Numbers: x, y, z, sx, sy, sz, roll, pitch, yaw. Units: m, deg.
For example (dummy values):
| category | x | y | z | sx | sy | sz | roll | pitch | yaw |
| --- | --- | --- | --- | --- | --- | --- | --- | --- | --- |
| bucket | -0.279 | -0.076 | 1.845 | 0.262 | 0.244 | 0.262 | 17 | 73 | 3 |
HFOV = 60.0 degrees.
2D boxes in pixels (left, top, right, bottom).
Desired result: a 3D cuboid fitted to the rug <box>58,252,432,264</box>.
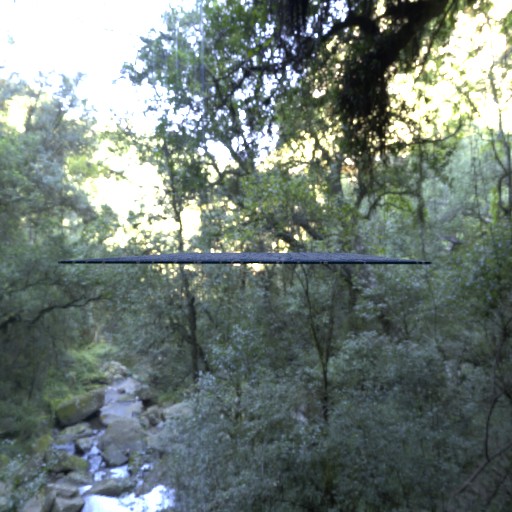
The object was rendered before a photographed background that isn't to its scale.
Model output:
| category | x | y | z | sx | sy | sz | roll | pitch | yaw |
| --- | --- | --- | --- | --- | --- | --- | --- | --- | --- |
| rug | 0.000 | 0.000 | 2.999 | 1.517 | 0.011 | 2.435 | 0 | 1 | 3 |
